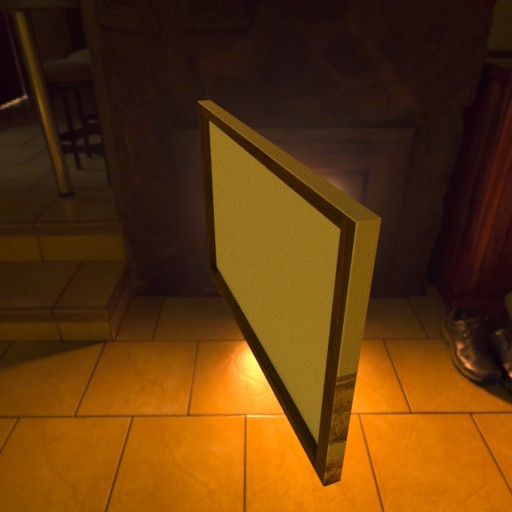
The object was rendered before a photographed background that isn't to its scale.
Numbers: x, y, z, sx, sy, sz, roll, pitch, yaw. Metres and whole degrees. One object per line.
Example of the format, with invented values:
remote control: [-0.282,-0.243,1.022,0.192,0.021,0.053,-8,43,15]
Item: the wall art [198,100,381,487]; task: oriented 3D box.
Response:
wall art: [0.000,0.000,1.430,0.051,0.761,1.138,-11,32,-18]
